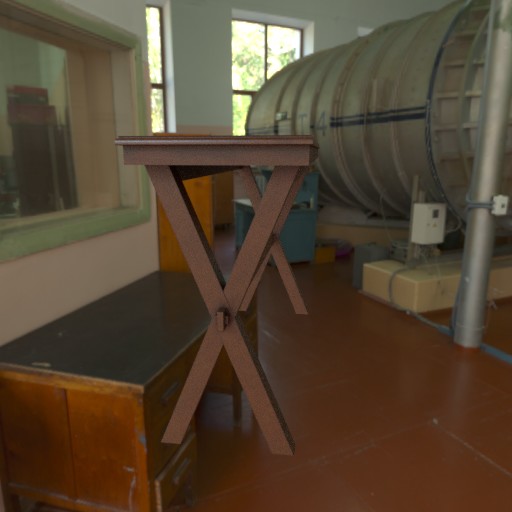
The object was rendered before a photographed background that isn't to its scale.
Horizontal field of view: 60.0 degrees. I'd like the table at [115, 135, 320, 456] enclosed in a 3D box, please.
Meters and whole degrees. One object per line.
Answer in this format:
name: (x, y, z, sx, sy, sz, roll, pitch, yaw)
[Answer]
table: (0.000, 0.000, 1.531, 0.399, 0.763, 1.197, 2, 13, 8)
